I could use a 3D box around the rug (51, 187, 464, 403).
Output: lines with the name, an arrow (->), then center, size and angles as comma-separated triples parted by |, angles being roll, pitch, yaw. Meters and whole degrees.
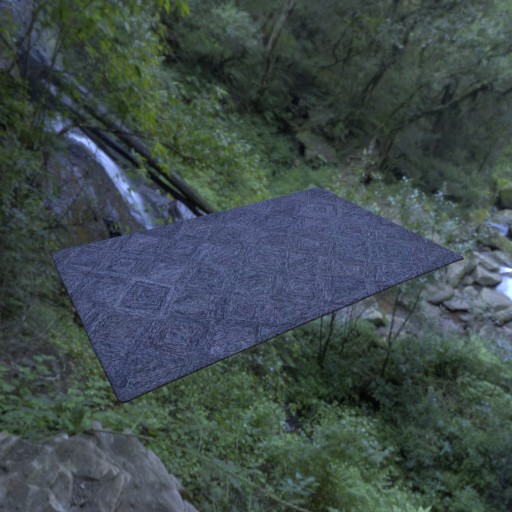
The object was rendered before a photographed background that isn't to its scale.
rug -> 0.000, 0.000, 2.236 | 1.752, 0.013, 1.158 | -18, 34, -28
